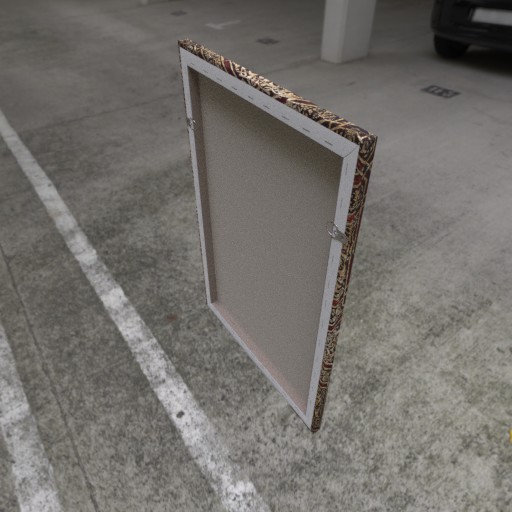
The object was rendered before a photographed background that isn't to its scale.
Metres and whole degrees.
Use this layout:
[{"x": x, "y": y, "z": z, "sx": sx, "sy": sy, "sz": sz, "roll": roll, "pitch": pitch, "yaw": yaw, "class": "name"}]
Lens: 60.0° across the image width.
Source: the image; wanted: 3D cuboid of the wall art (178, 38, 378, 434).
[{"x": 0.000, "y": 0.000, "z": 1.144, "sx": 0.030, "sy": 0.904, "sz": 0.599, "roll": -25, "pitch": 47, "yaw": -25, "class": "wall art"}]
